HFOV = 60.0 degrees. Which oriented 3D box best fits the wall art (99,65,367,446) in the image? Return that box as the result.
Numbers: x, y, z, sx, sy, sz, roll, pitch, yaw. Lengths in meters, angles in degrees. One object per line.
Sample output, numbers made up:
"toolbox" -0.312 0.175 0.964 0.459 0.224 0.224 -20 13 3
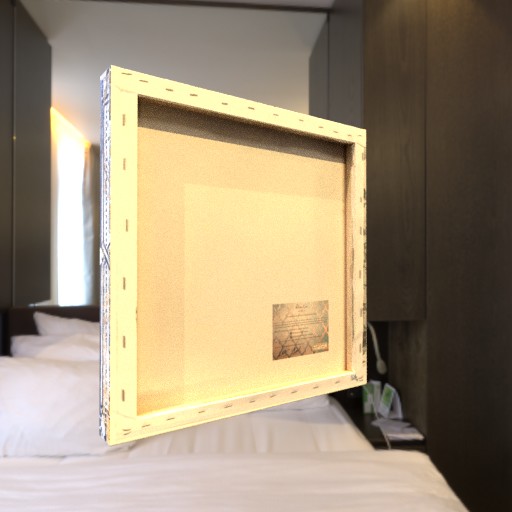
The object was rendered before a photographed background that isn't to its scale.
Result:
"wall art" 0.000 0.000 0.610 0.411 0.410 0.038 0 -1 -36
